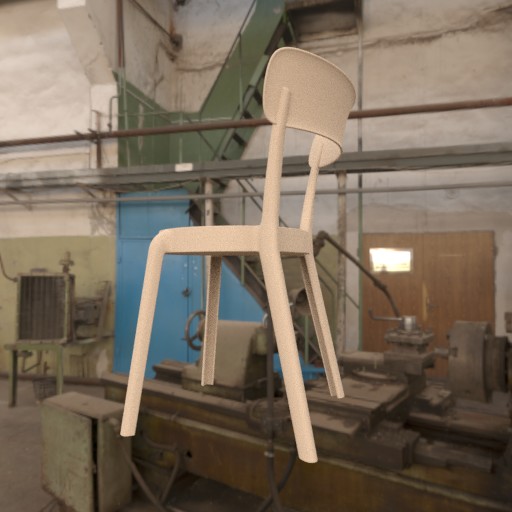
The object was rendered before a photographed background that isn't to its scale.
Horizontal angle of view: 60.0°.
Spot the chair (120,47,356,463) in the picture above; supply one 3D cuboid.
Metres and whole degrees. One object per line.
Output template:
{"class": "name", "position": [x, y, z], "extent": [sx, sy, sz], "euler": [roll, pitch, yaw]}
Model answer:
{"class": "chair", "position": [0.000, 0.000, 1.111], "extent": [0.491, 0.790, 0.506], "euler": [0, -1, 18]}
